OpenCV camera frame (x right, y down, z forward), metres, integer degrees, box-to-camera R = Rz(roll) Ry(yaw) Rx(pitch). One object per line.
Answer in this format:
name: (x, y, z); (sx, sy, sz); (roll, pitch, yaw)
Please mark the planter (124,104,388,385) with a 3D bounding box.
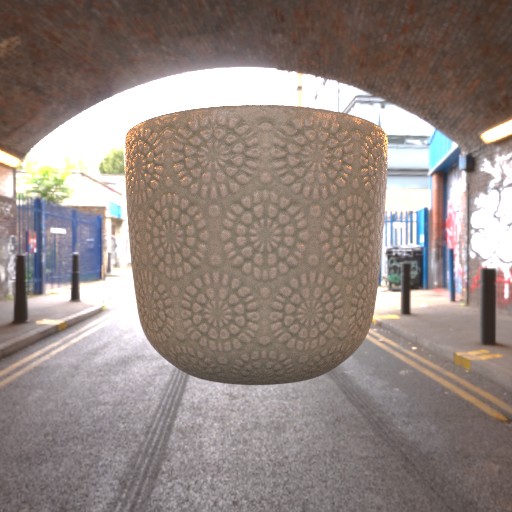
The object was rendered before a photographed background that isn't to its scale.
planter: (0.000, 0.000, 0.218); (0.124, 0.109, 0.124); (0, 1, 0)
